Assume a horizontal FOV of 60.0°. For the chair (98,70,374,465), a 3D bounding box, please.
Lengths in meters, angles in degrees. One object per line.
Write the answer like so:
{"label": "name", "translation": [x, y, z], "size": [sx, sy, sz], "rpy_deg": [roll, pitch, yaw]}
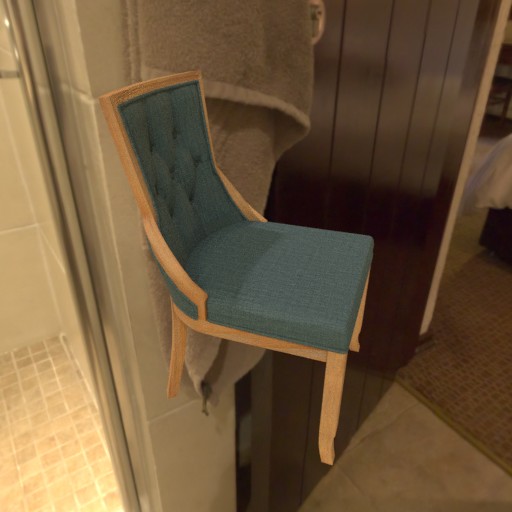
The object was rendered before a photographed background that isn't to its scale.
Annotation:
{"label": "chair", "translation": [0.000, 0.000, 1.311], "size": [0.641, 0.947, 0.524], "rpy_deg": [10, 31, 17]}
